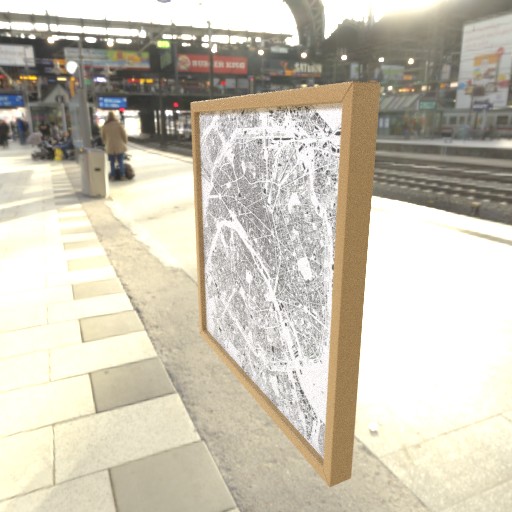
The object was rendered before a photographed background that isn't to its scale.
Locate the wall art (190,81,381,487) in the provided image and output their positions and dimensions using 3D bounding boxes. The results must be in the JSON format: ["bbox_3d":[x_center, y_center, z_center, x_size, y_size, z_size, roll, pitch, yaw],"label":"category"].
[{"bbox_3d":[0.000,0.000,0.747,0.036,0.509,0.509,-8,18,-26],"label":"wall art"}]
